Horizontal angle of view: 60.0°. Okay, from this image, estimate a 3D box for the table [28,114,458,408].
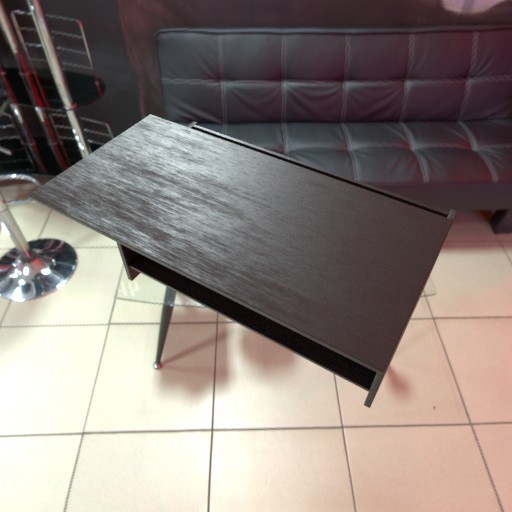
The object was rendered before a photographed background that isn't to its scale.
[{"bbox_3d":[0.000,0.000,1.426,1.000,0.570,0.712,24,51,21],"label":"table"}]
